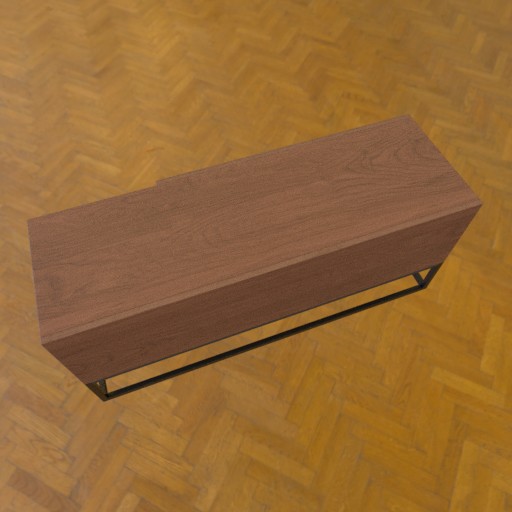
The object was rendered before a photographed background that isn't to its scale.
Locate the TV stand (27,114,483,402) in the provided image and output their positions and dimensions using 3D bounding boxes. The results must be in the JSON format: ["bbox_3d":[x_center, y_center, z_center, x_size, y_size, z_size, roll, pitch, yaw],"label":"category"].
[{"bbox_3d":[0.000,0.000,1.439,1.200,0.500,0.415,-17,59,-11],"label":"TV stand"}]
